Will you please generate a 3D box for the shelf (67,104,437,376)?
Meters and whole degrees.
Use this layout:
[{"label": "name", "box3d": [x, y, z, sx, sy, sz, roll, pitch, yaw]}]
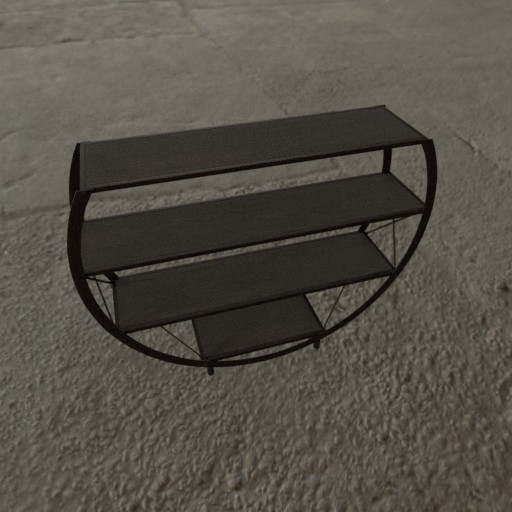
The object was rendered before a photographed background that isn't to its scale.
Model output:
[{"label": "shelf", "box3d": [0.000, 0.000, 1.910, 1.403, 1.063, 0.344, -11, 41, -13]}]
